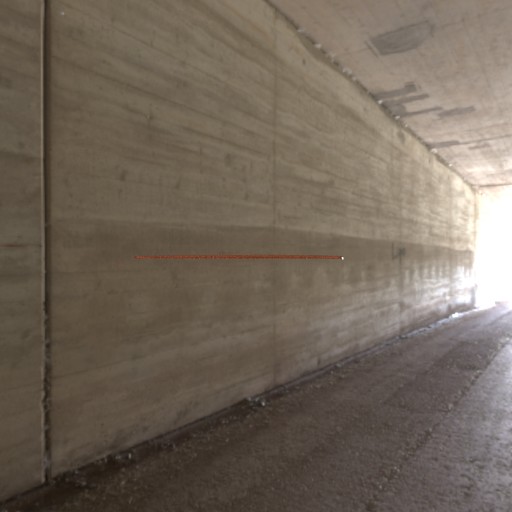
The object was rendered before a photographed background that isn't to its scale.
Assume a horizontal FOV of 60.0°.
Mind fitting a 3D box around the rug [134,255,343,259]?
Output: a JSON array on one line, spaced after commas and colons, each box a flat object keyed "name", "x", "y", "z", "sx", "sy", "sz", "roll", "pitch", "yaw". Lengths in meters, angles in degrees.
[{"name": "rug", "x": 0.000, "y": 0.000, "z": 2.795, "sx": 0.914, "sy": 0.013, "sz": 2.471, "roll": 0, "pitch": 0, "yaw": -1}]
